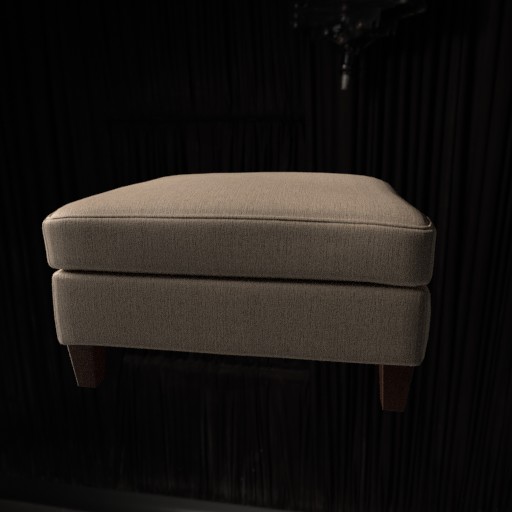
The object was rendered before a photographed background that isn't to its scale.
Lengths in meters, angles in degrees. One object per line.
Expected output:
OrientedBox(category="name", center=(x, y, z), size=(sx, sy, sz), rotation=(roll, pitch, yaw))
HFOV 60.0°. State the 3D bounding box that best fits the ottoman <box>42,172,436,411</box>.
OrientedBox(category="ottoman", center=(0.000, 0.000, 1.325), size=(0.838, 0.481, 0.838), rotation=(2, 15, 7))
